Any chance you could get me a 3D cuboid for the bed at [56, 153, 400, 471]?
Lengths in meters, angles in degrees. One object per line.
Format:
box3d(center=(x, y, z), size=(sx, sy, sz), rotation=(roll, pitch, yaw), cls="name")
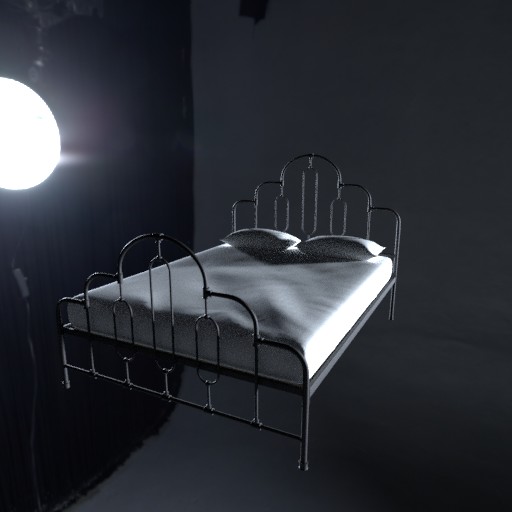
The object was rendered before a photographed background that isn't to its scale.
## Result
box3d(center=(0.000, 0.000, 3.194), size=(1.640, 1.429, 2.163), rotation=(7, 15, 27), cls="bed")
